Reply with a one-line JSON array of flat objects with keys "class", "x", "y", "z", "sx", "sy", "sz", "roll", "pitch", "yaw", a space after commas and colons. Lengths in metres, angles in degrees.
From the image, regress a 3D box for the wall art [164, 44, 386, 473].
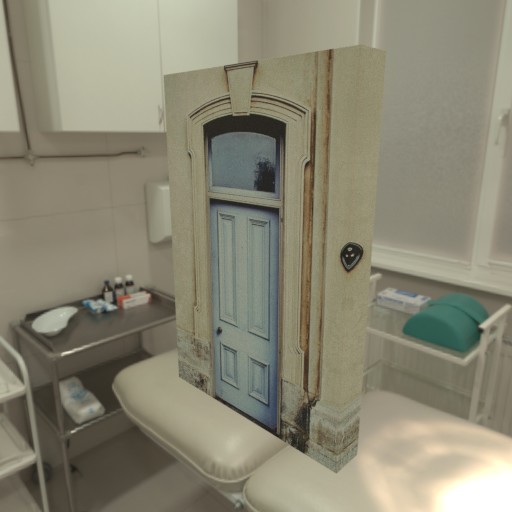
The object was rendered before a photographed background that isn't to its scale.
[{"class": "wall art", "x": 0.000, "y": 0.000, "z": 0.477, "sx": 0.254, "sy": 0.381, "sz": 0.038, "roll": 14, "pitch": 21, "yaw": 42}]
